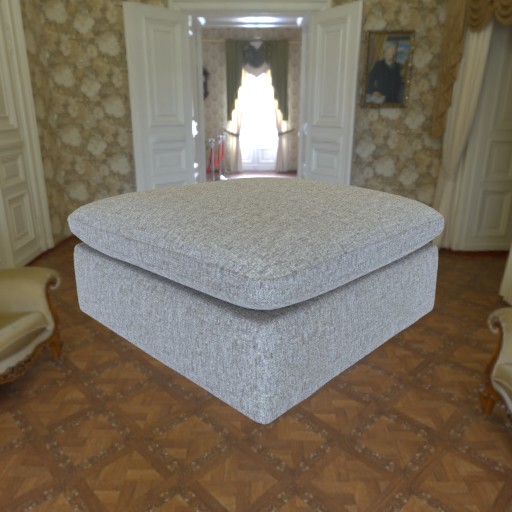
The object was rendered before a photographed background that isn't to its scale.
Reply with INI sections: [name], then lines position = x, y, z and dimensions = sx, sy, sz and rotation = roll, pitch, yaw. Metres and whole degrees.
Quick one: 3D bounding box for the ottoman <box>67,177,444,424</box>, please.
[ottoman]
position = 0.000, 0.000, 1.681
dimensions = 1.039, 0.526, 1.035
rotation = 16, 24, 42
